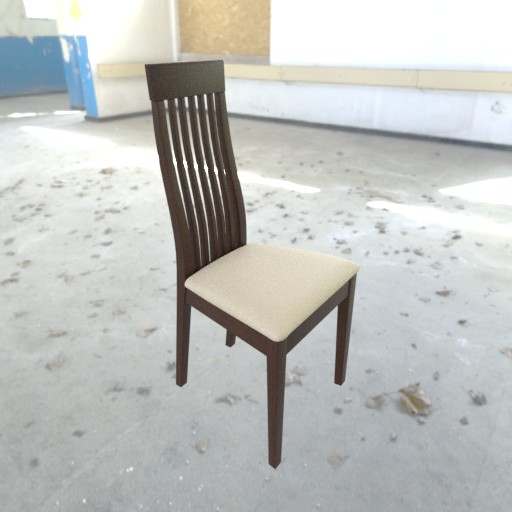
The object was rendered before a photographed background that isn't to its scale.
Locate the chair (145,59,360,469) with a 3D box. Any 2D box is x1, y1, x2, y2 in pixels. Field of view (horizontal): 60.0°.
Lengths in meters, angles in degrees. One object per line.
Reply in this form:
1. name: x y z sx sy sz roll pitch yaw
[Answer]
1. chair: 0.000 0.000 1.294 0.474 1.027 0.460 18 32 32
